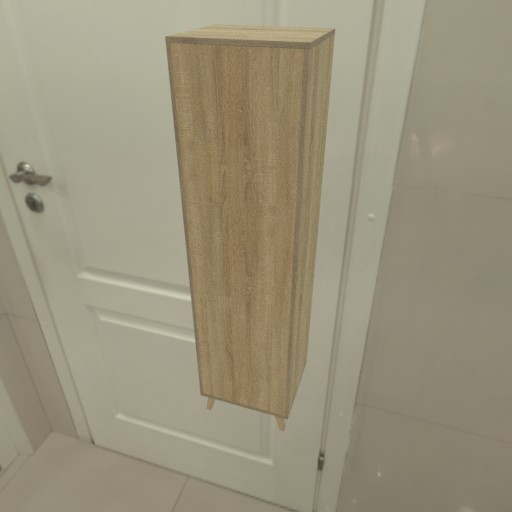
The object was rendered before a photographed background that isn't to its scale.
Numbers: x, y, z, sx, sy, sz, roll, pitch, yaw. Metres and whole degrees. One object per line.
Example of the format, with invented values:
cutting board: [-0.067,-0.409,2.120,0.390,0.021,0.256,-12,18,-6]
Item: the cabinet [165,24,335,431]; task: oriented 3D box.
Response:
cabinet: [0.000,0.000,2.164,0.510,1.960,0.450,10,34,16]
